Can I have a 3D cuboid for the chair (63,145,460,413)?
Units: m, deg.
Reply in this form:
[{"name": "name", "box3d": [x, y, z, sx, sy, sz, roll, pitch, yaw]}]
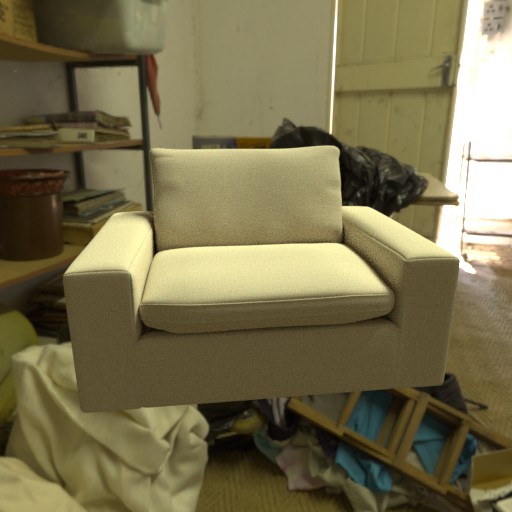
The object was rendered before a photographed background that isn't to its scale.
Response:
[{"name": "chair", "box3d": [0.000, 0.000, 1.983, 1.398, 0.915, 1.039, -2, 17, -7]}]
